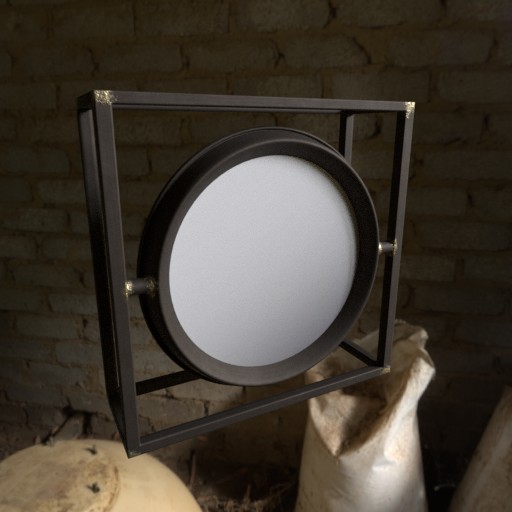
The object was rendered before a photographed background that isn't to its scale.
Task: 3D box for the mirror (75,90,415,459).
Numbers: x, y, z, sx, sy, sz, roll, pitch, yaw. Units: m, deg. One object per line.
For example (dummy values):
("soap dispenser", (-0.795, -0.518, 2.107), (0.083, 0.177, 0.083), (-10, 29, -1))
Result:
("mirror", (0.000, 0.000, 0.457), (0.306, 0.303, 0.107), (-8, 18, -27))
